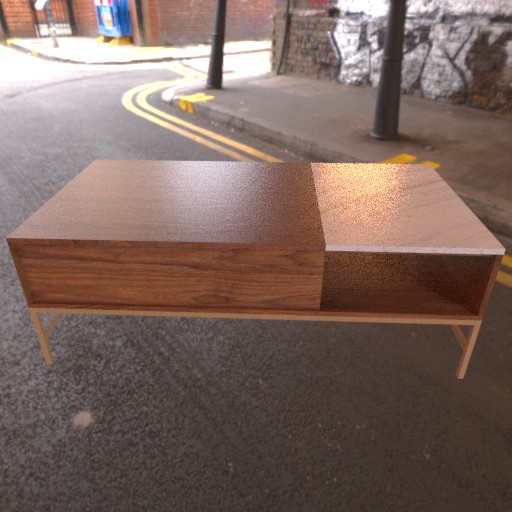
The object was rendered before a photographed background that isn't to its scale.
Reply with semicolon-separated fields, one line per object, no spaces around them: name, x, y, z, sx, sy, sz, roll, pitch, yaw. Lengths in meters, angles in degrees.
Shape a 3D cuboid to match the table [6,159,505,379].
table;0.000;0.000;1.856;1.553;0.551;0.789;1;30;2
